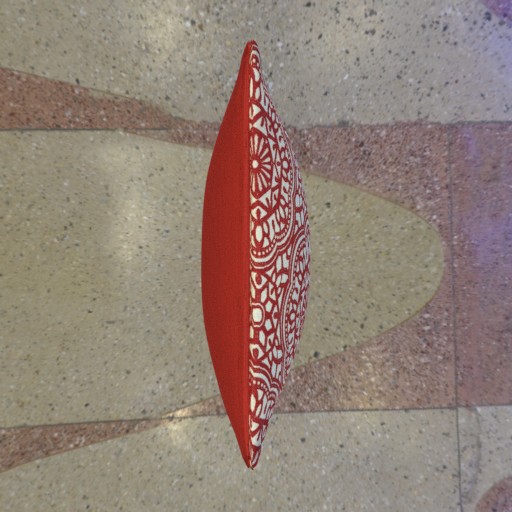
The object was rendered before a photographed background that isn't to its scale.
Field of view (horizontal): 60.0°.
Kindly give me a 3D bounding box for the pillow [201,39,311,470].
[{"bbox_3d":[0.000,0.000,0.654,0.162,0.419,0.438,0,90,2],"label":"pillow"}]
